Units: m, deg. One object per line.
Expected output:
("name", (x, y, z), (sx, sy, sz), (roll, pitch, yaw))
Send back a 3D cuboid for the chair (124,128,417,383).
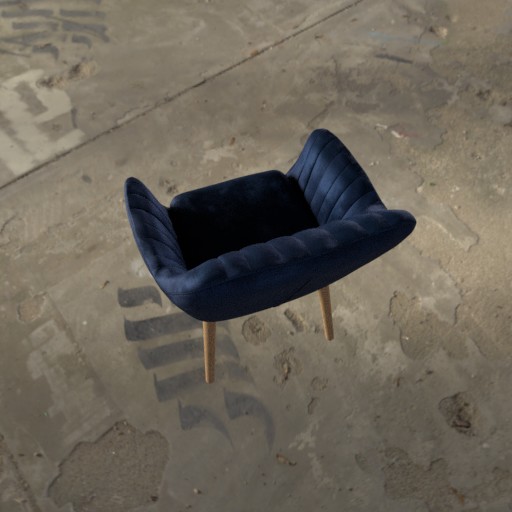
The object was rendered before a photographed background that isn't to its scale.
("chair", (0.000, 0.000, 1.220), (0.578, 0.826, 0.573), (-17, 59, -11))
